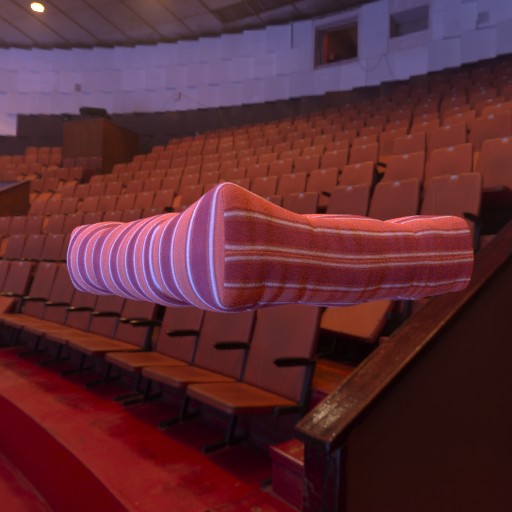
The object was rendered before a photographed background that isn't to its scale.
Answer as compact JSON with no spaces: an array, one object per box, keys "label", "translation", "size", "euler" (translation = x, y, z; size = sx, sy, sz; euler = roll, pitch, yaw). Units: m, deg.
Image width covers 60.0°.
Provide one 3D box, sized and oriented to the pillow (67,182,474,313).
[{"label":"pillow","translation":[0.000,0.000,0.707],"size":[0.468,0.133,0.490],"euler":[0,-1,-37]}]
